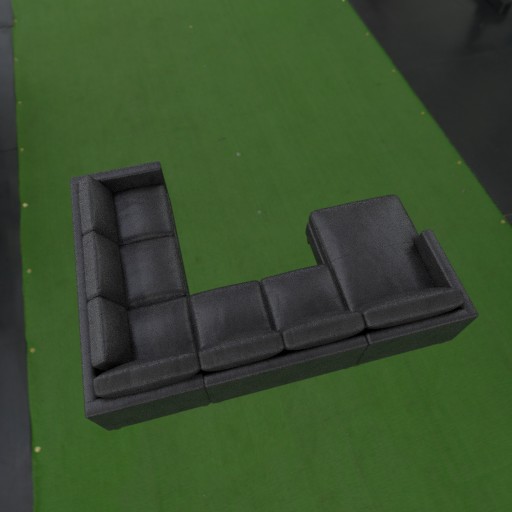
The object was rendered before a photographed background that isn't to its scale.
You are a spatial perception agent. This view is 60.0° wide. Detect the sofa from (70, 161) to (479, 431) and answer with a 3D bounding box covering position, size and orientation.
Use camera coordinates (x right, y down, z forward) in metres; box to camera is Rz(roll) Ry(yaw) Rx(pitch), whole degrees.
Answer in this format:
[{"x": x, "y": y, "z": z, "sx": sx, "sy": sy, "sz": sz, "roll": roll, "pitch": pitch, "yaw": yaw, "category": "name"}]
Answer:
[{"x": 0.000, "y": 0.000, "z": 4.422, "sx": 3.324, "sy": 0.891, "sz": 2.452, "roll": -13, "pitch": 60, "yaw": -7, "category": "sofa"}]
